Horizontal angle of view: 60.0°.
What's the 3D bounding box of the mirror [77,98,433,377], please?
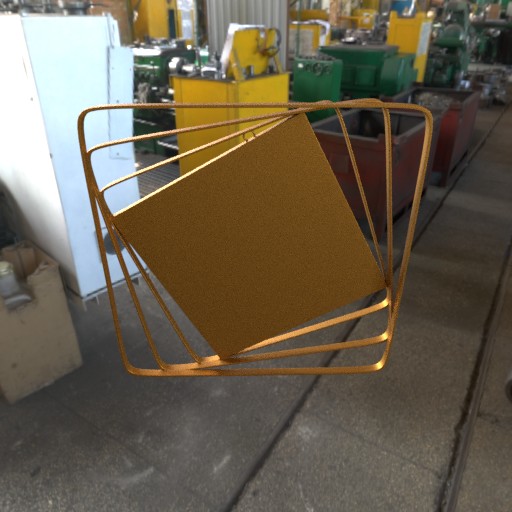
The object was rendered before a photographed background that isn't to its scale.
[{"bbox_3d":[0.000,0.000,0.694,0.470,0.468,0.045,-1,29,-1],"label":"mirror"}]
